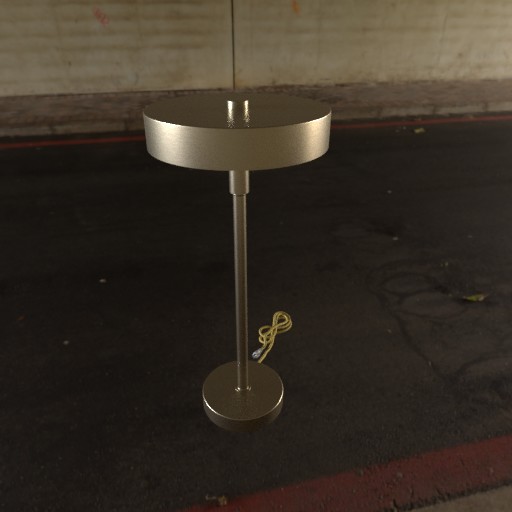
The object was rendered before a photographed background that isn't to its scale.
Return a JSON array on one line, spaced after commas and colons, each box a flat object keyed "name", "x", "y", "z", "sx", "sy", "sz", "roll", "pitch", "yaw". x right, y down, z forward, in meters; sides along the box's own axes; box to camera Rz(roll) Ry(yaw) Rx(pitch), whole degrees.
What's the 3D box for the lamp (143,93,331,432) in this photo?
[{"name": "lamp", "x": 0.000, "y": 0.000, "z": 0.723, "sx": 0.229, "sy": 0.508, "sz": 0.369, "roll": 9, "pitch": 30, "yaw": 16}]
